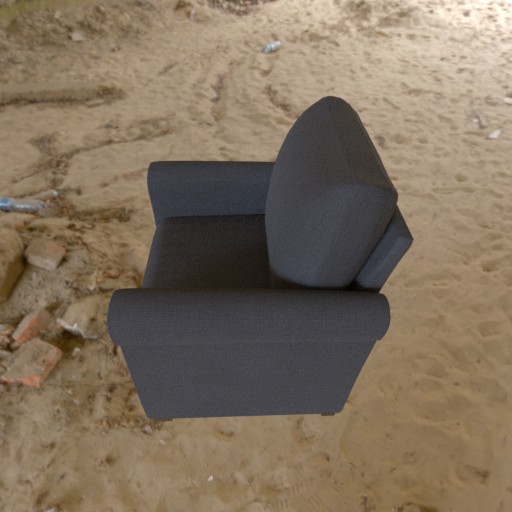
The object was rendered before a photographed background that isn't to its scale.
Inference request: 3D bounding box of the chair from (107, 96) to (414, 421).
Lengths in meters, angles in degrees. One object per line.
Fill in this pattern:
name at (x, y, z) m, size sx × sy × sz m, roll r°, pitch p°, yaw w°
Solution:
chair at (0.000, 0.000, 1.584) m, size 0.828 × 0.942 × 0.867 m, roll -1°, pitch 41°, yaw -2°
